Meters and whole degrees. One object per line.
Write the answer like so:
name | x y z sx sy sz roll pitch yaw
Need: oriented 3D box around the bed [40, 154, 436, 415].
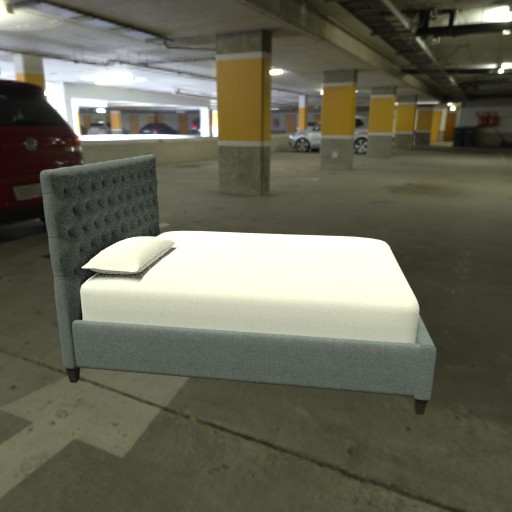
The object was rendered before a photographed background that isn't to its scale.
bed | 0.000 0.000 3.393 2.335 1.411 1.698 3 16 9
